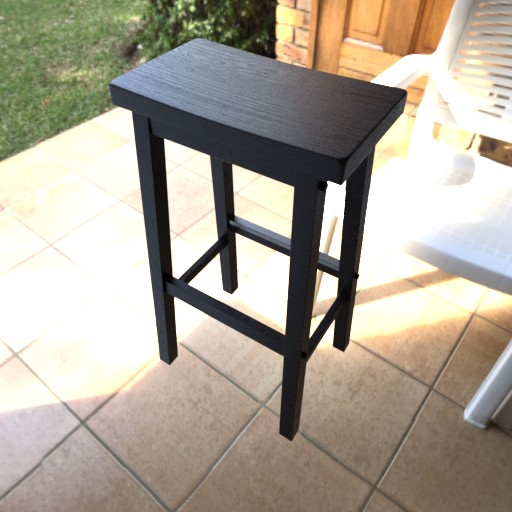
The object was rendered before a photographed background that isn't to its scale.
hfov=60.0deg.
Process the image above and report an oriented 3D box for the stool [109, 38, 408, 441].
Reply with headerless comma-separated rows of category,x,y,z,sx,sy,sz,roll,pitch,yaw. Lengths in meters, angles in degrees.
stool,0.000,0.000,0.944,0.406,0.742,0.322,25,50,22
